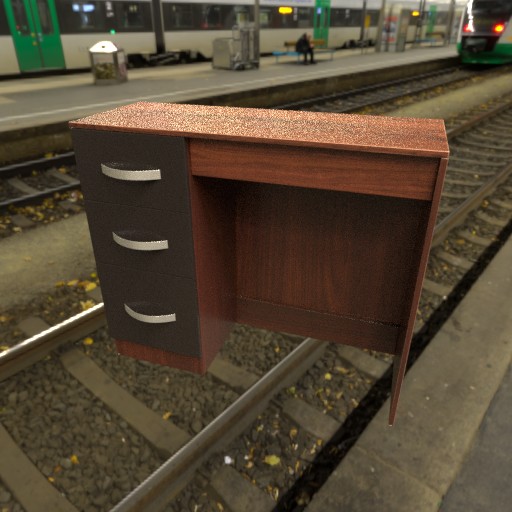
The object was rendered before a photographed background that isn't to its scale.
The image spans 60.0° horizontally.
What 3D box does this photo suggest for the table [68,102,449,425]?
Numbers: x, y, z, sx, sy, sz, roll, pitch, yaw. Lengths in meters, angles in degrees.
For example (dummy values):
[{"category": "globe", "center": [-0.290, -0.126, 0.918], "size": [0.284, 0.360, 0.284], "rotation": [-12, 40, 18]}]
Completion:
[{"category": "table", "center": [0.000, 0.000, 1.340], "size": [0.930, 0.790, 0.380], "rotation": [9, 29, 16]}]
